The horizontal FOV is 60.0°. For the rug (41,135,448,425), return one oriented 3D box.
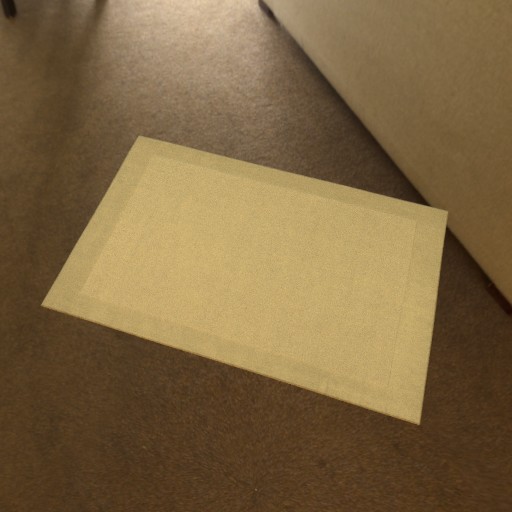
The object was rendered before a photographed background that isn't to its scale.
[{"bbox_3d":[0.000,0.000,3.034,2.438,0.014,1.524,15,63,8],"label":"rug"}]
